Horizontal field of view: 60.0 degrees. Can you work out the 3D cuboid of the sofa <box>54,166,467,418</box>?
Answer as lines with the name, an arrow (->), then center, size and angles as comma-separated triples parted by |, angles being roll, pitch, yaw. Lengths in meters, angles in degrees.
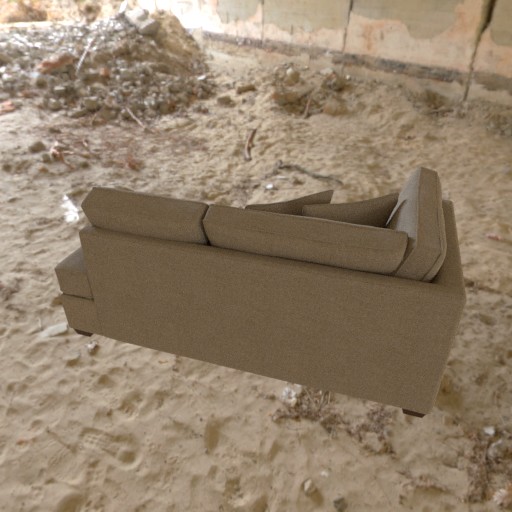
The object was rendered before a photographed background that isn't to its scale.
sofa -> 0.000, 0.000, 2.771 | 2.238, 1.019, 1.110 | 10, 33, 15
